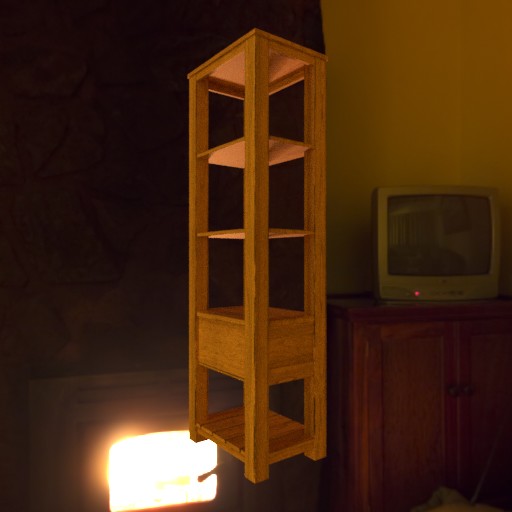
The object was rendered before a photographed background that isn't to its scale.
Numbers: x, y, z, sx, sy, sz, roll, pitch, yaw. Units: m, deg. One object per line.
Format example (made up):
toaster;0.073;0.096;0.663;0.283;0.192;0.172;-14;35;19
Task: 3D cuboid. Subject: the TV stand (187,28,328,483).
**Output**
TV stand;0.000;0.000;2.123;0.435;1.828;0.565;0;0;-37
